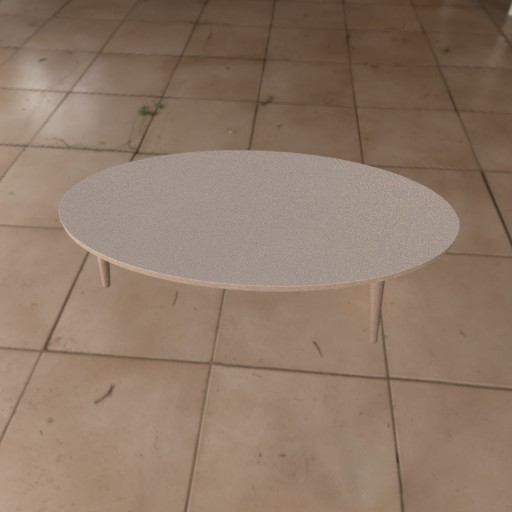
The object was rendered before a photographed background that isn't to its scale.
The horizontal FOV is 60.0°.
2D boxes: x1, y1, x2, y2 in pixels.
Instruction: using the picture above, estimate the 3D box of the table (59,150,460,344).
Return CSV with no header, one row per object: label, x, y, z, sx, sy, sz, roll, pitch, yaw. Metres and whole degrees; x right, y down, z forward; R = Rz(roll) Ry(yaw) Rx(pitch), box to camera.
table,0.000,0.000,1.353,1.083,0.390,0.542,3,48,3
